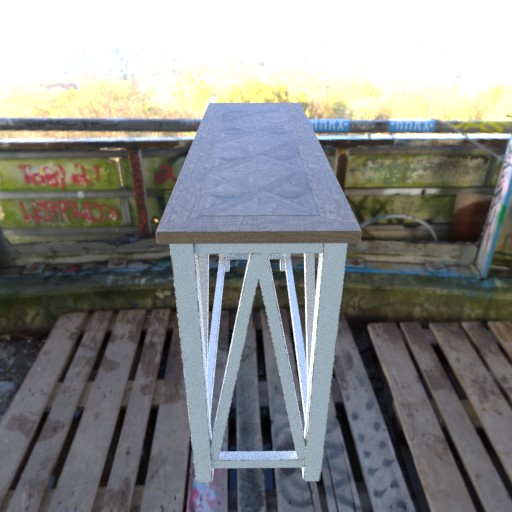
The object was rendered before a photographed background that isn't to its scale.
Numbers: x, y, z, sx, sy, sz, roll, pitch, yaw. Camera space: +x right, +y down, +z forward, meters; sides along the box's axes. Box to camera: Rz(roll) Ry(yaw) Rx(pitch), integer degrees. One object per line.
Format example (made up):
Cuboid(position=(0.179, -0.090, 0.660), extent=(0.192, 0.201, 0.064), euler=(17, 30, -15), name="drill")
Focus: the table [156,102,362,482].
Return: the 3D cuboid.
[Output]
Cuboid(position=(0.000, 0.000, 1.803), extent=(0.450, 0.930, 1.400), euler=(0, 30, 0), name="table")
